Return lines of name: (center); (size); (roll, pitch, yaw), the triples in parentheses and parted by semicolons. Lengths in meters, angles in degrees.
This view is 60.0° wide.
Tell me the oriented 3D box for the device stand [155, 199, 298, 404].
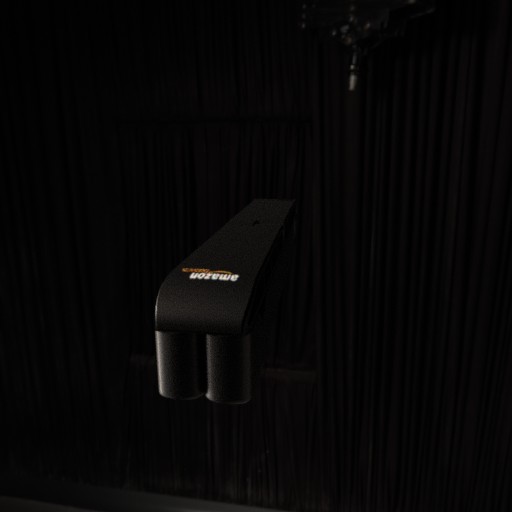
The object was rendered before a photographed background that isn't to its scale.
device stand: (0.000, 0.000, 0.190); (0.026, 0.030, 0.179); (2, 15, 8)
